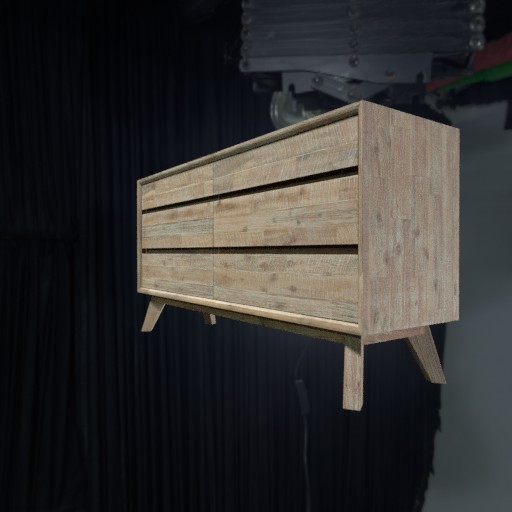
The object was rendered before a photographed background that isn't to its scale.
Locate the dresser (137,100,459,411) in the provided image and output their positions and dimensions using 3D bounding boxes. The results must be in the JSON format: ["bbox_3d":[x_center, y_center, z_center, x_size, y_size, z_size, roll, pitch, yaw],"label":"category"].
[{"bbox_3d":[0.000,0.000,1.891,0.455,0.805,1.554,0,1,-36],"label":"dresser"}]
